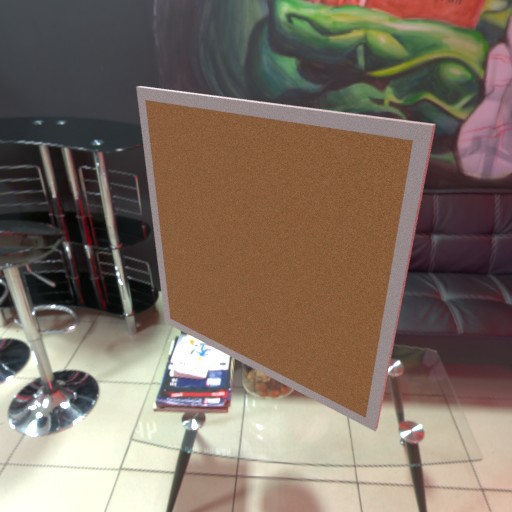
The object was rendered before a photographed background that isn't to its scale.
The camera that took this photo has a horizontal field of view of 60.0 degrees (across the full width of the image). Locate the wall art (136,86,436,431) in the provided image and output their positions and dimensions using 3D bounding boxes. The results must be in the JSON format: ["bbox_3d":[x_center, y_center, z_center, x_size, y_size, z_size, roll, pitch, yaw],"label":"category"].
[{"bbox_3d":[0.000,0.000,0.685,0.456,0.457,0.009,19,34,31],"label":"wall art"}]
